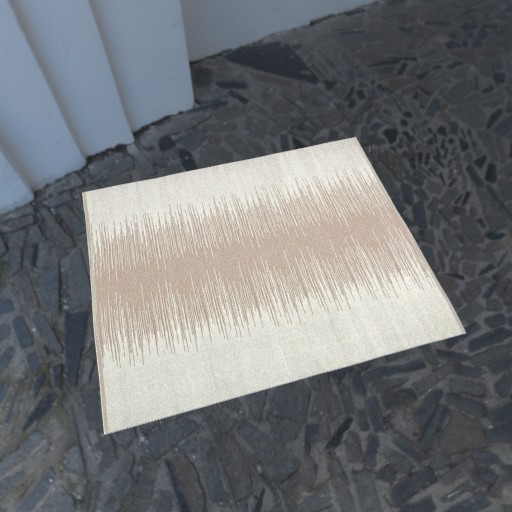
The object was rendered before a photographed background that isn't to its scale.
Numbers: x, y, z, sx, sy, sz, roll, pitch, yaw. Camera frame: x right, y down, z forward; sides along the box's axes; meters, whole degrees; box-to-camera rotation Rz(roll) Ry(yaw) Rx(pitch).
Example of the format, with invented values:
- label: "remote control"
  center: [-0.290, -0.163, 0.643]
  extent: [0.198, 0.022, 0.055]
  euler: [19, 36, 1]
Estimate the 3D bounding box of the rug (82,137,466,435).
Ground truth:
- label: "rug"
  center: [0.000, 0.000, 4.160]
  extent: [3.048, 0.013, 2.438]
  euler: [-13, 59, -8]
